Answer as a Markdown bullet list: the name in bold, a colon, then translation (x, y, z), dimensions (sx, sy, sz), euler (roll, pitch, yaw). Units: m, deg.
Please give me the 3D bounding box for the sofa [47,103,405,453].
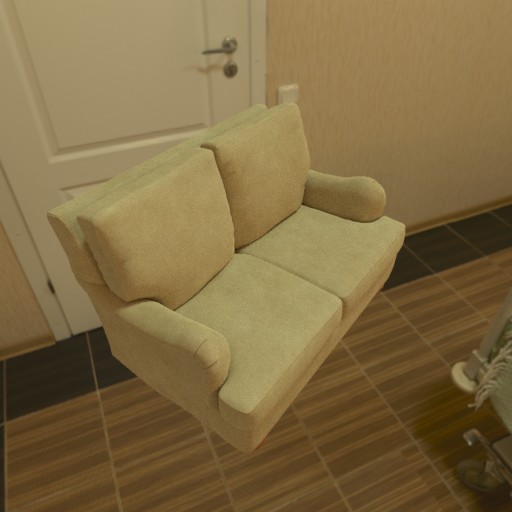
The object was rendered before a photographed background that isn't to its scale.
- **sofa**: translation (0.000, 0.000, 2.278), dimensions (1.086, 1.087, 1.498), euler (26, 47, 27)
